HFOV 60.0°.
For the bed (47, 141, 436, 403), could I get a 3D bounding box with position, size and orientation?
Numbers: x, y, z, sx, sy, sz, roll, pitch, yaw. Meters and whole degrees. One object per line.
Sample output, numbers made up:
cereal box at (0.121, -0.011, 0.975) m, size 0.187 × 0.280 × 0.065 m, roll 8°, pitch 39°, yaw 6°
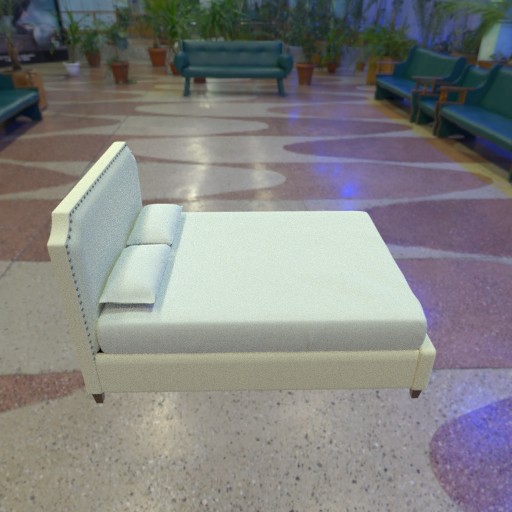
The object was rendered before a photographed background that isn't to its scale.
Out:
bed at (0.000, 0.000, 3.462) m, size 2.329 × 1.415 × 1.703 m, roll -1°, pitch 31°, yaw -1°
